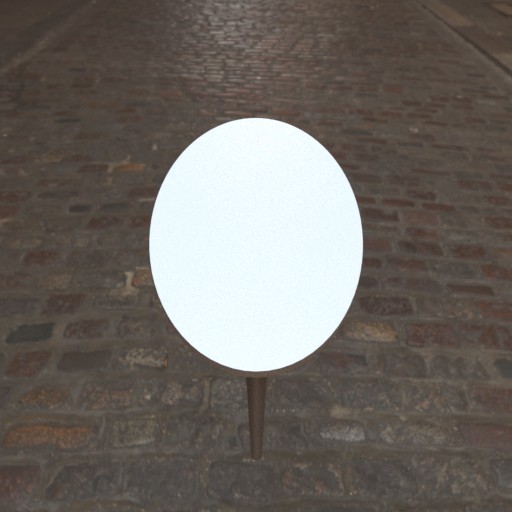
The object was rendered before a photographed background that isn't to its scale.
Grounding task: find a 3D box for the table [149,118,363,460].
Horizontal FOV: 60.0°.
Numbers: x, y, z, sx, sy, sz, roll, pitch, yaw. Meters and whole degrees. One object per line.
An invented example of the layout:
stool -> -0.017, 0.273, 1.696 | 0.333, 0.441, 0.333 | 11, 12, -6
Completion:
table -> 0.000, 0.000, 1.323 | 0.542, 0.390, 1.083 | 0, 41, 0
